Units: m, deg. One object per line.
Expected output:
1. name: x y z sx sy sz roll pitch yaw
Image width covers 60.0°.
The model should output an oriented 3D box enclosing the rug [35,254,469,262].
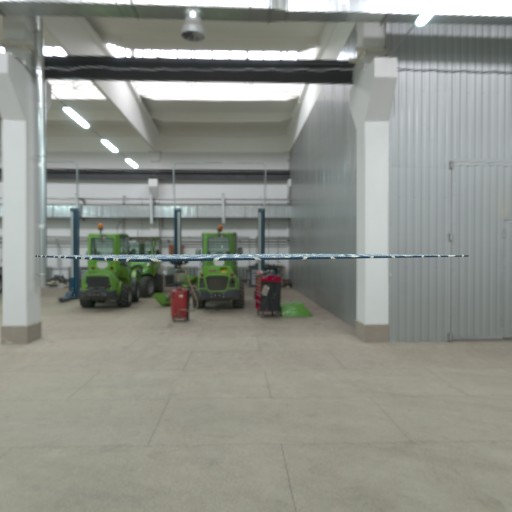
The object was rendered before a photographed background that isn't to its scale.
1. rug: 0.000 0.000 2.672 2.134 0.010 1.524 -1 1 -38
